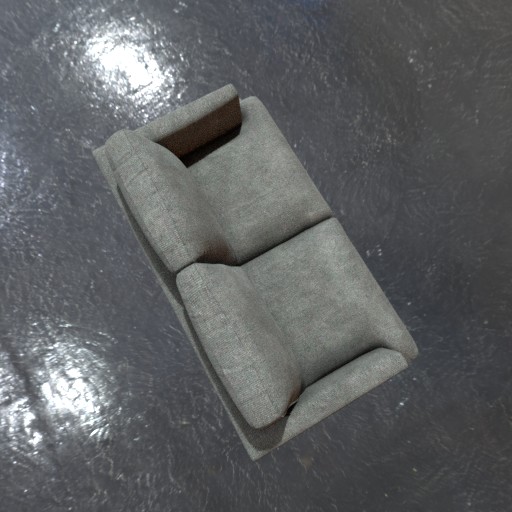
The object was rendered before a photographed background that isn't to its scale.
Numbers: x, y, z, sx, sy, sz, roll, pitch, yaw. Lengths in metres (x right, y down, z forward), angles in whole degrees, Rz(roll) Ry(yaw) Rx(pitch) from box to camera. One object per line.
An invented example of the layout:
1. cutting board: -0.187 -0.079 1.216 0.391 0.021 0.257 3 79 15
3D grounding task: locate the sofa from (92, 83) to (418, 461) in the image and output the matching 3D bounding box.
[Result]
1. sofa: 0.000 0.000 2.166 0.903 0.956 1.582 -29 78 -7
